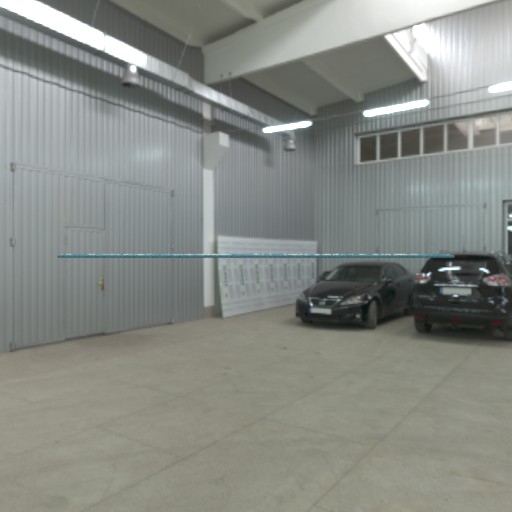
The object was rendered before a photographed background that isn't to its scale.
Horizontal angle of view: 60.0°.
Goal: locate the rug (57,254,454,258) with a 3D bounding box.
[{"bbox_3d":[0.000,0.000,3.393,1.816,0.018,2.746,0,0,0],"label":"rug"}]
